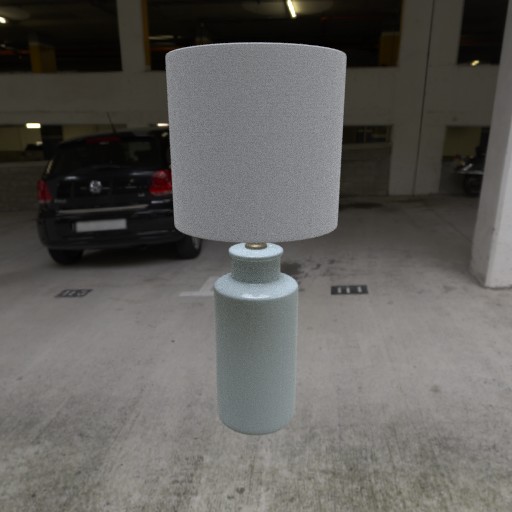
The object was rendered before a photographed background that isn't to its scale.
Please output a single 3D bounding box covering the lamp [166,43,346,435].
[{"bbox_3d":[0.000,0.000,0.599,0.212,0.493,0.212,3,17,8],"label":"lamp"}]
